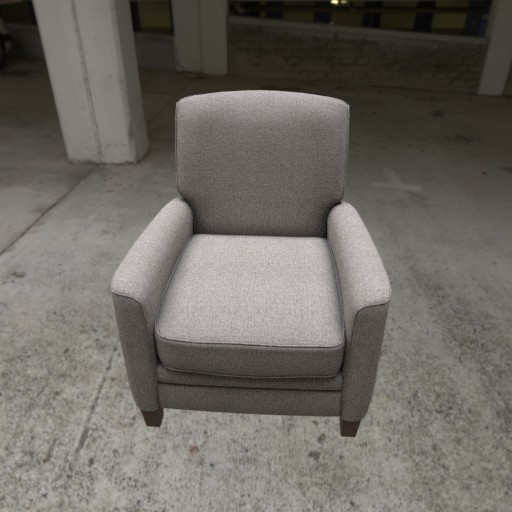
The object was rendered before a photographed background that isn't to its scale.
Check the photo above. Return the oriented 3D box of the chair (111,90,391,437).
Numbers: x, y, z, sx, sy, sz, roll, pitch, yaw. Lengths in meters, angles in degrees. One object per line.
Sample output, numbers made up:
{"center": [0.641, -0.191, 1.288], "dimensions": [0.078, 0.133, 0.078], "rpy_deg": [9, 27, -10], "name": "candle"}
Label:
{"center": [0.000, 0.000, 1.632], "dimensions": [0.848, 1.014, 0.864], "rpy_deg": [2, 31, 3], "name": "chair"}
